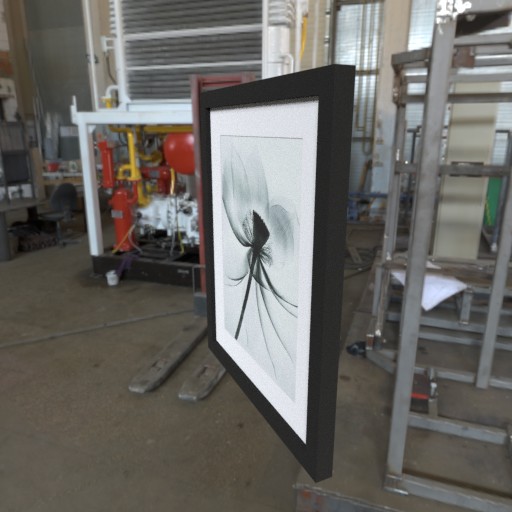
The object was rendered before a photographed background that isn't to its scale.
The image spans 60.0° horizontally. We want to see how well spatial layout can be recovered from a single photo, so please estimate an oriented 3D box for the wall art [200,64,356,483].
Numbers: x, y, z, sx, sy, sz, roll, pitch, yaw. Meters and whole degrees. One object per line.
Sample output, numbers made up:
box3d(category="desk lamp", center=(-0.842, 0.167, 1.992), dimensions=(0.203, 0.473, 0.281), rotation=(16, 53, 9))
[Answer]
box3d(category="wall art", center=(0.000, 0.000, 0.765), dimensions=(0.029, 0.559, 0.457), rotation=(-8, 18, -25))
